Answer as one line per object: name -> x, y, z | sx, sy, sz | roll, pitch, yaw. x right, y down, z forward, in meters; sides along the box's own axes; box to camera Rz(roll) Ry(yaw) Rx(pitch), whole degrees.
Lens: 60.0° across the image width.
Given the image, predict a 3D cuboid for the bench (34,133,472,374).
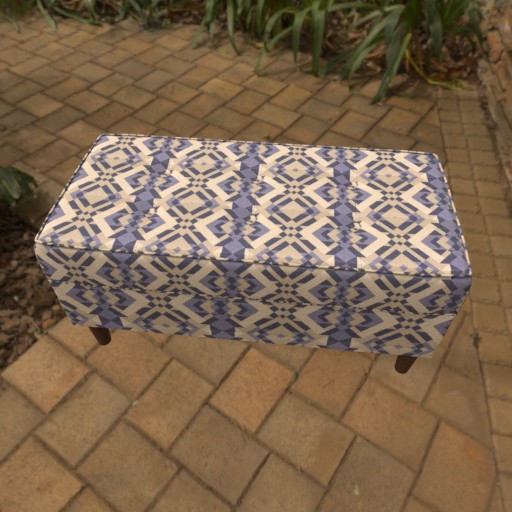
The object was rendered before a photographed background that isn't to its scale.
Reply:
bench -> 0.000, 0.000, 1.308 | 1.016, 0.477, 0.492 | 4, 47, 4
